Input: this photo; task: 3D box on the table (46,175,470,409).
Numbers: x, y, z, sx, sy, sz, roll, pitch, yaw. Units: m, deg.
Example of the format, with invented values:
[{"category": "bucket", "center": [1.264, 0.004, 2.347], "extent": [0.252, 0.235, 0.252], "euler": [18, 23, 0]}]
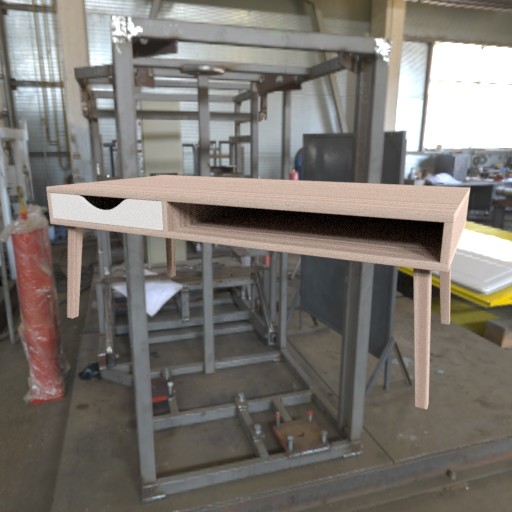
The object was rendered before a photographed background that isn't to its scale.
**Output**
[{"category": "table", "center": [0.000, 0.000, 1.457], "extent": [1.200, 0.450, 0.600], "euler": [7, 16, 27]}]
